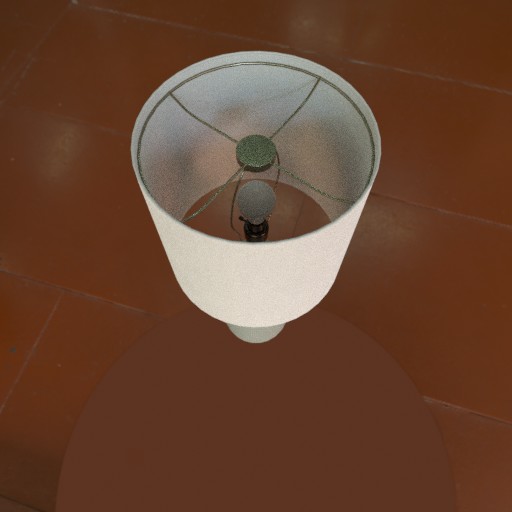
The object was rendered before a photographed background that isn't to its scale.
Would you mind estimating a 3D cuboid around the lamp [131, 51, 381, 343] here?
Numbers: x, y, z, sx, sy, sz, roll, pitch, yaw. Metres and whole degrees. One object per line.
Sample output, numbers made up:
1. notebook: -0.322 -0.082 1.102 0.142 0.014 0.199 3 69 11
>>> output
1. lamp: 0.000 0.000 0.605 0.220 0.475 0.220 -36 69 -16
